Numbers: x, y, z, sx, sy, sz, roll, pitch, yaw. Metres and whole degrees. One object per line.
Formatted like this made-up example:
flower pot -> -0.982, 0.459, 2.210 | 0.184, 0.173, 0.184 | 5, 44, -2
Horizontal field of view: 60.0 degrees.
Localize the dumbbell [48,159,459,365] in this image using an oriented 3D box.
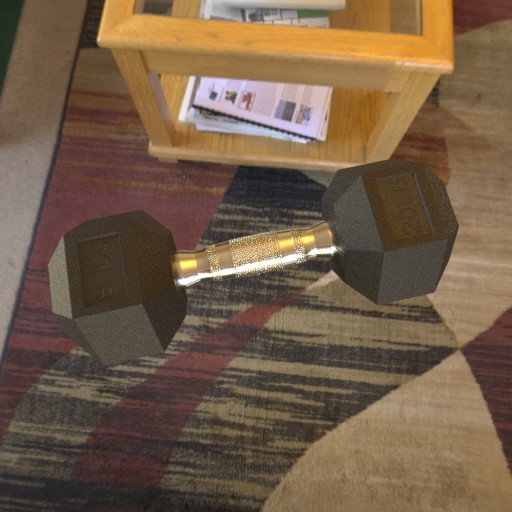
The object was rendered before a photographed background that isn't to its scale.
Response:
dumbbell -> 0.000, 0.000, 0.350 | 0.297, 0.101, 0.116 | -12, 75, -3
